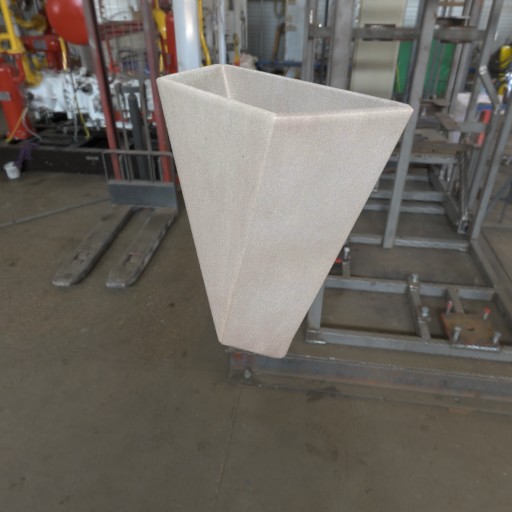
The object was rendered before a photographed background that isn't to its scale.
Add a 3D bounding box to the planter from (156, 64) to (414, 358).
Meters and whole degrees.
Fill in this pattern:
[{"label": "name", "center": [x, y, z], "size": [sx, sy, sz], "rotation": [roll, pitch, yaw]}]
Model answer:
[{"label": "planter", "center": [0.000, 0.000, 0.272], "size": [0.060, 0.197, 0.150], "rotation": [-21, 37, -31]}]
